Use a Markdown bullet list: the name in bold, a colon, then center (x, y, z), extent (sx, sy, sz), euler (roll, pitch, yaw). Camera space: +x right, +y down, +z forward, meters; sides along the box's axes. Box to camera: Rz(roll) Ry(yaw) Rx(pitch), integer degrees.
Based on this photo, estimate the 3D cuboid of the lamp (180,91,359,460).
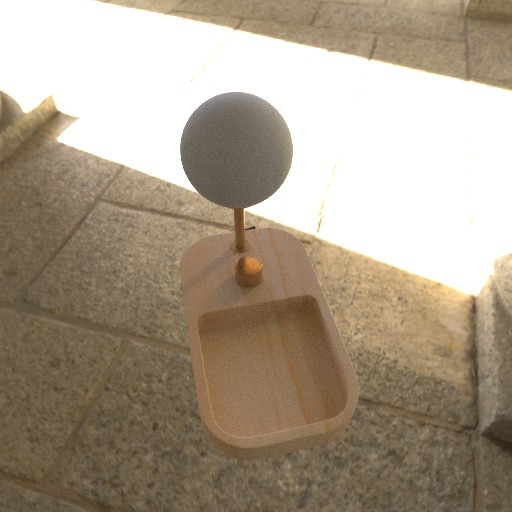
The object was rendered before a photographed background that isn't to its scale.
- **lamp**: center (0.000, 0.000, 0.474), extent (0.173, 0.253, 0.331), euler (-9, 49, -8)
